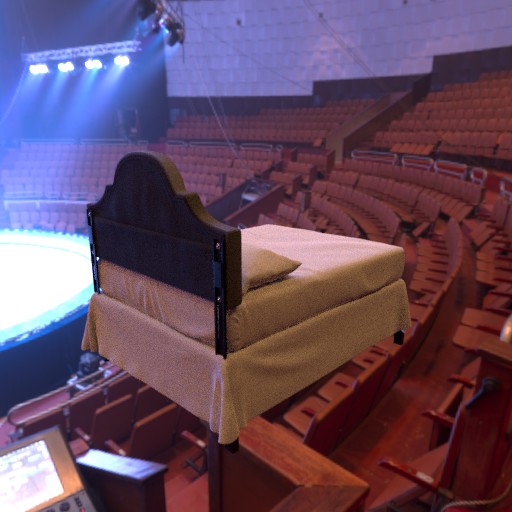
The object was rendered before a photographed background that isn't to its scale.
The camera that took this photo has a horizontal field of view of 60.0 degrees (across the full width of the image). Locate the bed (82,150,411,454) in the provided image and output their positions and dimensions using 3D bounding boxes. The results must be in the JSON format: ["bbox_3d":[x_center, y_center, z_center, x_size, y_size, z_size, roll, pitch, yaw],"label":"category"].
[{"bbox_3d":[0.000,0.000,3.476,2.222,1.634,1.780,-14,20,-43],"label":"bed"}]
